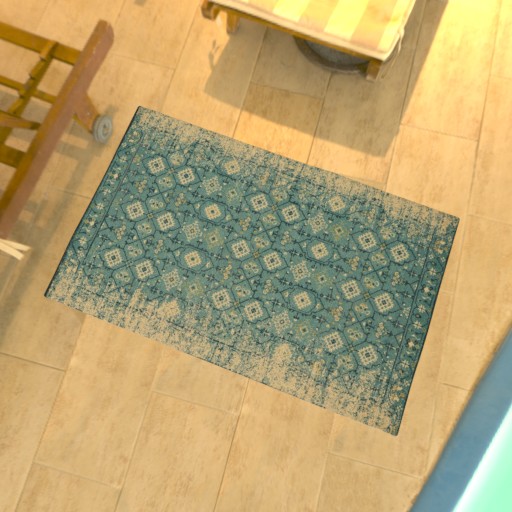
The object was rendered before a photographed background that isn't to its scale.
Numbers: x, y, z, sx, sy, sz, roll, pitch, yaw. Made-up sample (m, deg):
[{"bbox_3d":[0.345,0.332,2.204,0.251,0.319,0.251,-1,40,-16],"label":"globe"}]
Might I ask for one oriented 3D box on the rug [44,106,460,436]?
[{"bbox_3d":[0.000,0.000,3.001,2.449,0.015,1.530,20,77,5],"label":"rug"}]
